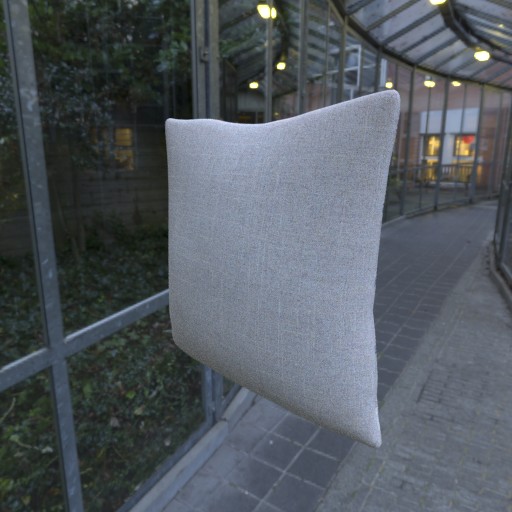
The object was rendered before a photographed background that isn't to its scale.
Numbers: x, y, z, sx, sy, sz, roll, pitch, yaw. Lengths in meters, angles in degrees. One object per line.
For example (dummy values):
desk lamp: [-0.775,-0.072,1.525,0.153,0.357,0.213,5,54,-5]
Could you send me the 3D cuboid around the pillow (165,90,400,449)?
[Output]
pillow: [0.000,0.000,0.853,0.192,0.558,0.578,-13,19,-43]
